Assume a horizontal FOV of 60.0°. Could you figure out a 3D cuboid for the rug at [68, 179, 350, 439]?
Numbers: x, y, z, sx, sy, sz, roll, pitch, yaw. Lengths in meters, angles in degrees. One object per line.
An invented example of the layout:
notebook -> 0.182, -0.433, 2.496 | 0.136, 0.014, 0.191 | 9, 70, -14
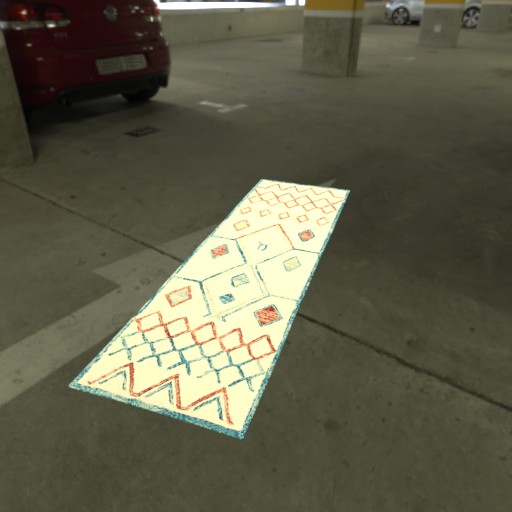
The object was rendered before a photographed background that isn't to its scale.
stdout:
rug -> 0.000, 0.000, 2.658 | 0.750, 0.011, 2.435 | 10, 32, 16
